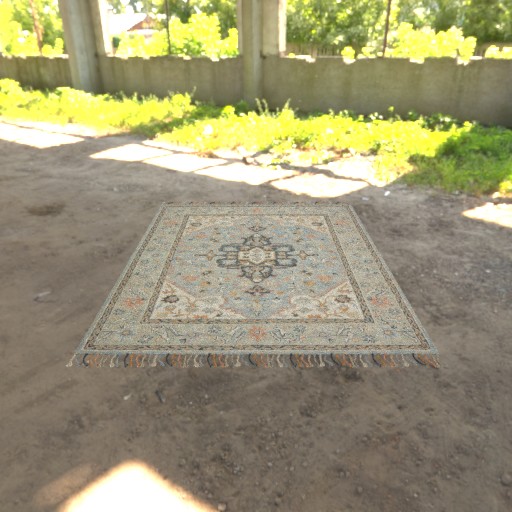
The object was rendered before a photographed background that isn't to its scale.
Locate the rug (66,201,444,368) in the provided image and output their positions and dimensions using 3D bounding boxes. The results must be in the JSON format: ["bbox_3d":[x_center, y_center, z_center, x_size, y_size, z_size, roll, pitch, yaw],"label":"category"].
[{"bbox_3d":[0.000,0.000,2.260,1.278,0.009,1.730,0,26,0],"label":"rug"}]
